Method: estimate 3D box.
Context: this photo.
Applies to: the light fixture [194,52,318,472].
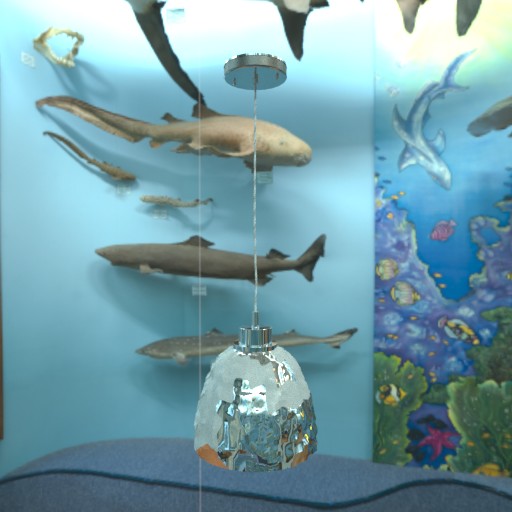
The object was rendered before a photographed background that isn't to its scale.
[{"bbox_3d":[0.000,0.000,1.784,0.496,1.511,0.500,0,1,18],"label":"light fixture"}]
